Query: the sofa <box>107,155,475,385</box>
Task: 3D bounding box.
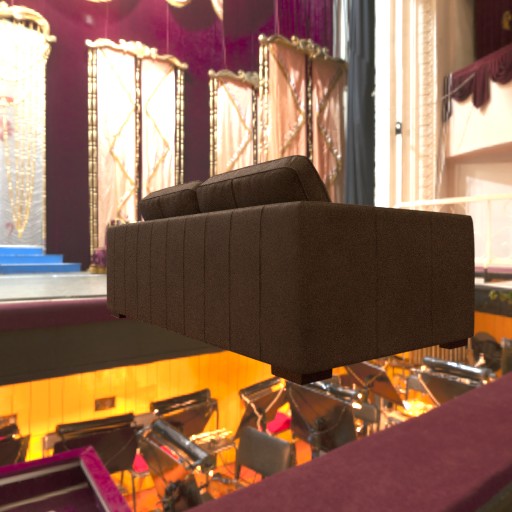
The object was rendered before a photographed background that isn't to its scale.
[{"bbox_3d":[0.000,0.000,2.434,1.070,0.800,1.920,-1,1,-36],"label":"sofa"}]
